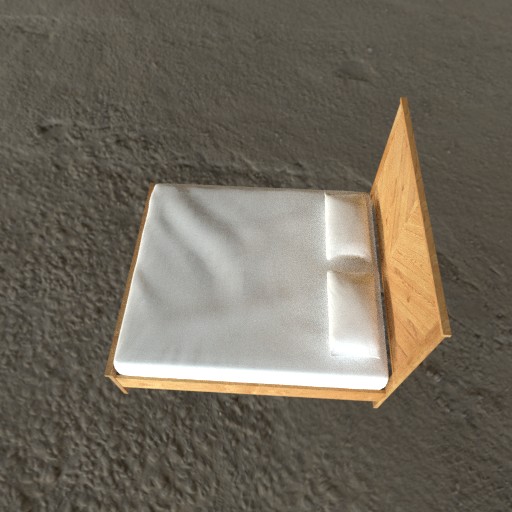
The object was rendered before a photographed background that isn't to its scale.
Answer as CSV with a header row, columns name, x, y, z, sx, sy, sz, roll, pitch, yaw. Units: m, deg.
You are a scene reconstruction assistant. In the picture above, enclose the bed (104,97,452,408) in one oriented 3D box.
name,x,y,z,sx,sy,sz,roll,pitch,yaw
bed,0.000,0.000,3.624,2.201,1.686,1.936,3,58,2
